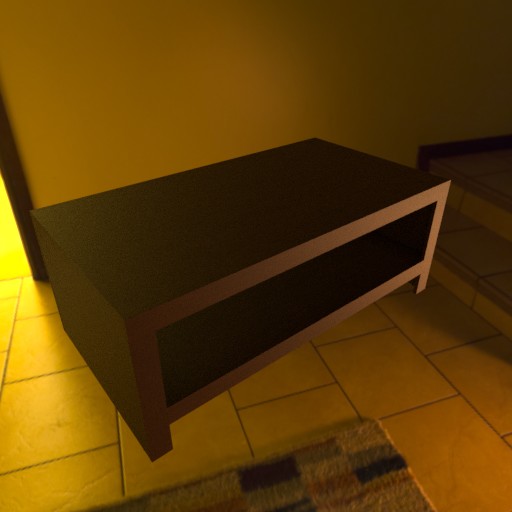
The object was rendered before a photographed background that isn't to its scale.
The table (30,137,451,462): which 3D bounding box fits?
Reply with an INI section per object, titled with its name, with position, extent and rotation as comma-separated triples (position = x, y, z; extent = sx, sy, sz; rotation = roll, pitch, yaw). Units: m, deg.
[table]
position = 0.000, 0.000, 1.409
extent = 1.099, 0.424, 0.597
rotation = -23, 38, -33
